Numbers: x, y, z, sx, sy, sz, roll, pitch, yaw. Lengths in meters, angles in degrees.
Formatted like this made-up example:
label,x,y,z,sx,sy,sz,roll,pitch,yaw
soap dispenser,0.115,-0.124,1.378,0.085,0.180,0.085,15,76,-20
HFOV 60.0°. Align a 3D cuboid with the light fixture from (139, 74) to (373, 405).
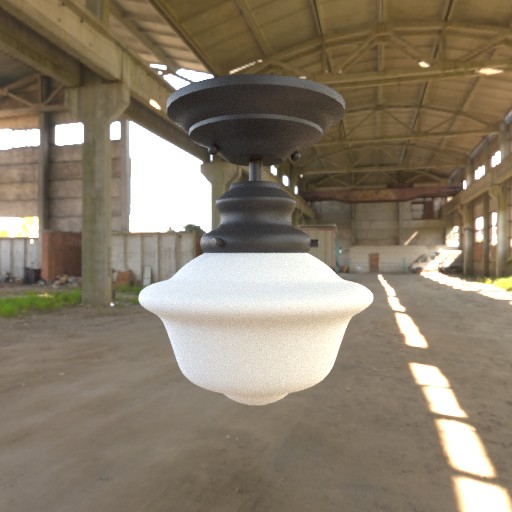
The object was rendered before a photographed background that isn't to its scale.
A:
label,x,y,z,sx,sy,sz,roll,pitch,yaw
light fixture,0.000,0.000,0.384,0.197,0.254,0.197,0,0,0
